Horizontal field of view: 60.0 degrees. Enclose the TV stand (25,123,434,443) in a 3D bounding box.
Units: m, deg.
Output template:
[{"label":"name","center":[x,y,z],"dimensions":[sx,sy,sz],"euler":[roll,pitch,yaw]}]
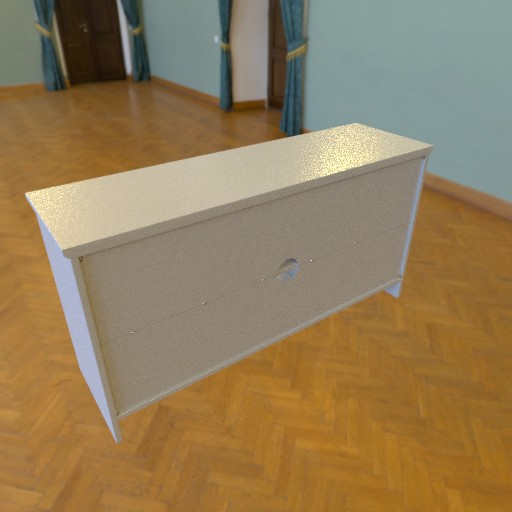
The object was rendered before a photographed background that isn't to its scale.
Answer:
[{"label":"TV stand","center":[0.000,0.000,1.427],"dimensions":[1.167,0.603,0.344],"euler":[-20,36,-29]}]
